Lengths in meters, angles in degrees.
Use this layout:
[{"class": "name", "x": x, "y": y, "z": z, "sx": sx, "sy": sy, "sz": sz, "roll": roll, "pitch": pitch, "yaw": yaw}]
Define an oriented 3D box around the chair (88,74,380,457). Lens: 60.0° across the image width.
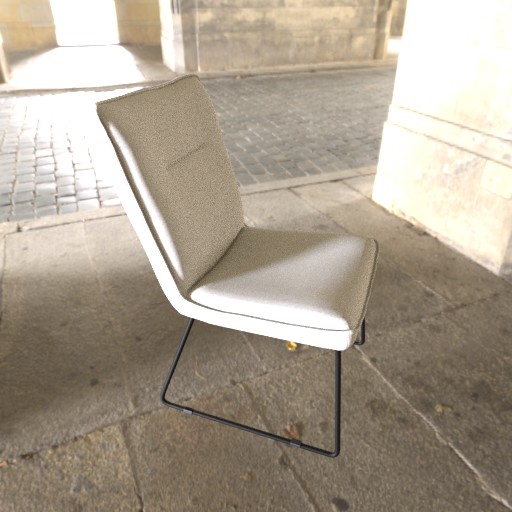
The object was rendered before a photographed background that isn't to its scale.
[{"class": "chair", "x": 0.000, "y": 0.000, "z": 1.327, "sx": 0.688, "sy": 0.930, "sz": 0.515, "roll": 10, "pitch": 32, "yaw": 17}]
